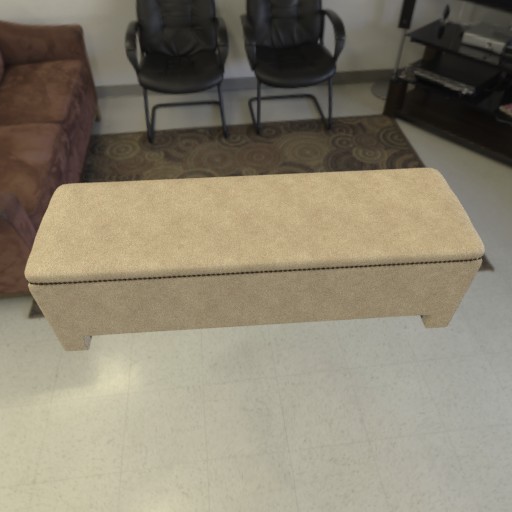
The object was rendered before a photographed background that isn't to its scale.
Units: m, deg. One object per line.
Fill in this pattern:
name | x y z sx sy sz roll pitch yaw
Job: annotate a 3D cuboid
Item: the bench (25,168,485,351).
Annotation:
bench | 0.000 0.000 1.686 1.482 0.447 0.470 -3 47 -3
